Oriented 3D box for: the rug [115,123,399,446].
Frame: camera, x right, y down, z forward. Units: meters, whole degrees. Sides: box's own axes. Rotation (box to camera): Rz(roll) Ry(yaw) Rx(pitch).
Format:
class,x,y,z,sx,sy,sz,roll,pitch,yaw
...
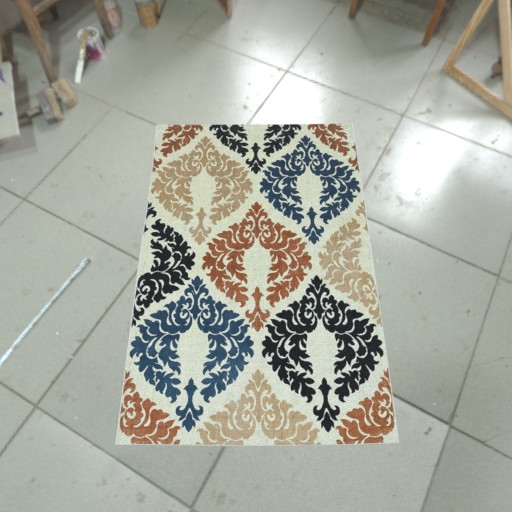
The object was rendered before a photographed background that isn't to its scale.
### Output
class,x,y,z,sx,sy,sz,roll,pitch,yaw
rug,0.000,0.000,2.873,1.514,0.014,2.275,0,63,0
